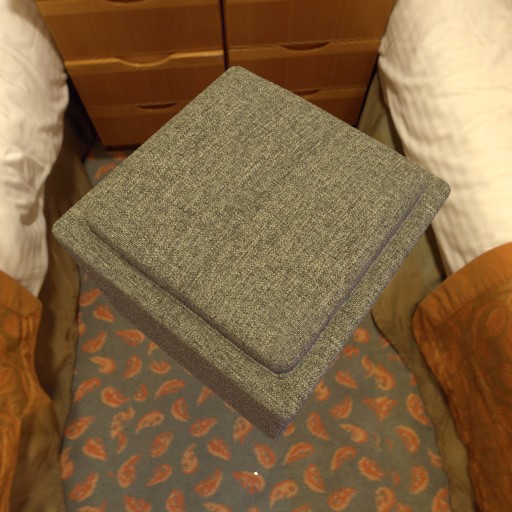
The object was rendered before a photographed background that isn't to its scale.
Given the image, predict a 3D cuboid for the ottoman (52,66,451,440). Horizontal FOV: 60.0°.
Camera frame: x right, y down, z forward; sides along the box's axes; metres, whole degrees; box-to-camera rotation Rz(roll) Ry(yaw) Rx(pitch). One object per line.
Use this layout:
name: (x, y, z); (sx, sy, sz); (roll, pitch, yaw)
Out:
ottoman: (0.000, 0.000, 0.832); (0.450, 0.460, 0.450); (35, 69, 16)
